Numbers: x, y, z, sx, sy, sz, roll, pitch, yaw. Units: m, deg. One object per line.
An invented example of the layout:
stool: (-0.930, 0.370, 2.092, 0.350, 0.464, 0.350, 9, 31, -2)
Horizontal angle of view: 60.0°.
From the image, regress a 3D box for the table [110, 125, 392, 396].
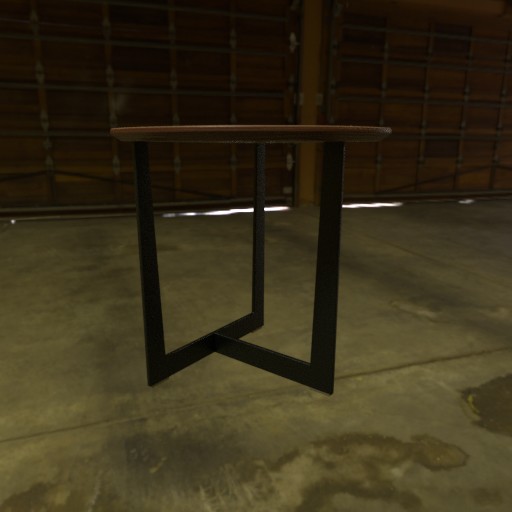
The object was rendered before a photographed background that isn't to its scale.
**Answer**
table: (0.000, 0.000, 0.874, 0.494, 0.476, 0.477, 7, 16, 26)
